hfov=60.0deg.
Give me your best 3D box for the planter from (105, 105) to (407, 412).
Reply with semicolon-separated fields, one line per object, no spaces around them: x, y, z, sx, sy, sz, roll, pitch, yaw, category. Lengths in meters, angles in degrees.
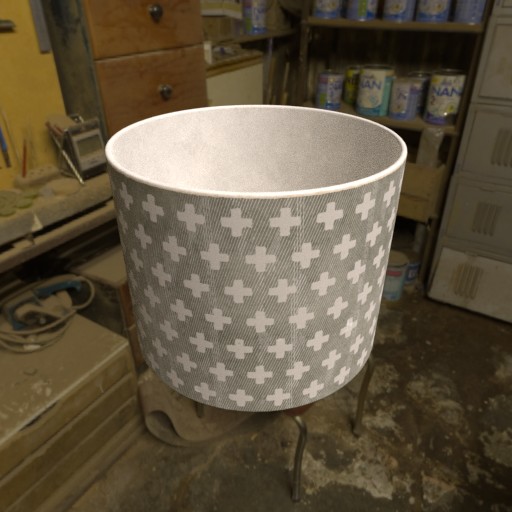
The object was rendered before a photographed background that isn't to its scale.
0.000;0.000;0.336;0.190;0.181;0.190;0;31;0;planter
